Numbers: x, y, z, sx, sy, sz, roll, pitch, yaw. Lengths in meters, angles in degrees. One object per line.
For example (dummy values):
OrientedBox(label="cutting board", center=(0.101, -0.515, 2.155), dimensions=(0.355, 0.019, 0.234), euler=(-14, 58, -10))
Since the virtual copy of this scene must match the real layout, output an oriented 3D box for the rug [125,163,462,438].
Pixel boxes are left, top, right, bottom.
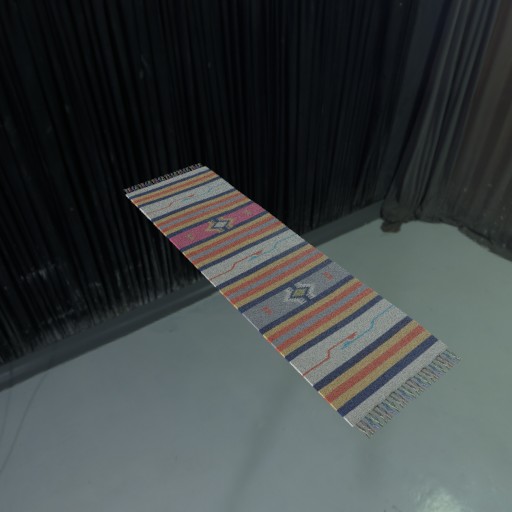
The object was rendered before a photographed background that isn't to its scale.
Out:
OrientedBox(label="rug", center=(0.000, 0.000, 2.756), dimensions=(0.695, 0.017, 2.455), euler=(-26, 47, -27))
